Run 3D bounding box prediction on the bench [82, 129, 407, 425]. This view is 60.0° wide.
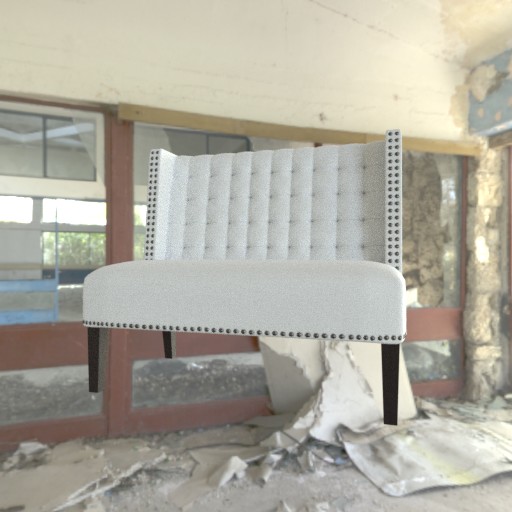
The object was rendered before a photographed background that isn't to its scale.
[{"bbox_3d":[0.000,0.000,2.001,1.280,1.123,0.847,0,0,17],"label":"bench"}]
